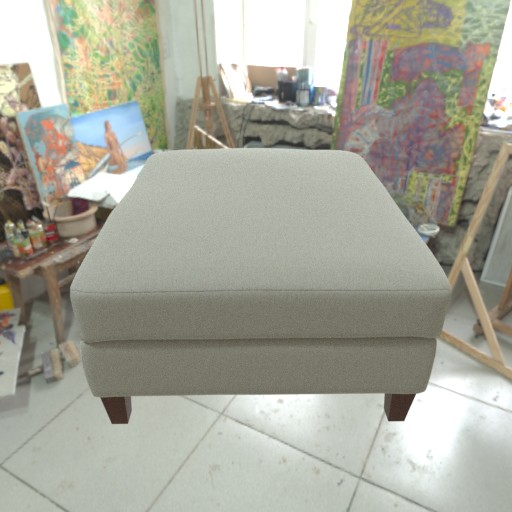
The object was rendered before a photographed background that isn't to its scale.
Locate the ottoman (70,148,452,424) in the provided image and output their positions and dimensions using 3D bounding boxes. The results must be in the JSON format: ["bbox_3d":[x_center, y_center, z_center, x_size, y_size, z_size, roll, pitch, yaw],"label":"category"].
[{"bbox_3d":[0.000,0.000,1.423,0.836,0.492,0.976,0,30,-1],"label":"ottoman"}]
